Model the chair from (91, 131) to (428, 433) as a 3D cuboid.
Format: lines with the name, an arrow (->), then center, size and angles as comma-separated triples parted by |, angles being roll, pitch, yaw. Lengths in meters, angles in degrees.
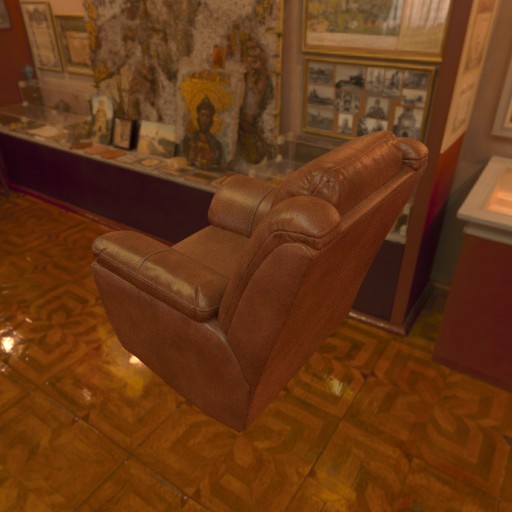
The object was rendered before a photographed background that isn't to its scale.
chair -> 0.000, 0.000, 1.891 | 1.041, 1.093, 0.990 | 21, 36, 30
